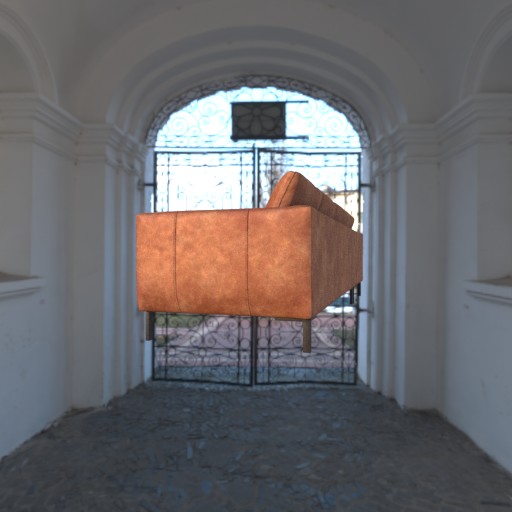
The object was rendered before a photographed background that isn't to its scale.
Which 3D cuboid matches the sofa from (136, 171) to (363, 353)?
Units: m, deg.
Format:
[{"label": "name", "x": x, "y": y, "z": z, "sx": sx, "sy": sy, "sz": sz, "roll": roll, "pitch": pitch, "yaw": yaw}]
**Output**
[{"label": "sofa", "x": 0.000, "y": 0.000, "z": 3.568, "sx": 1.471, "sy": 0.859, "sz": 2.993, "roll": 0, "pitch": 0, "yaw": 18}]
